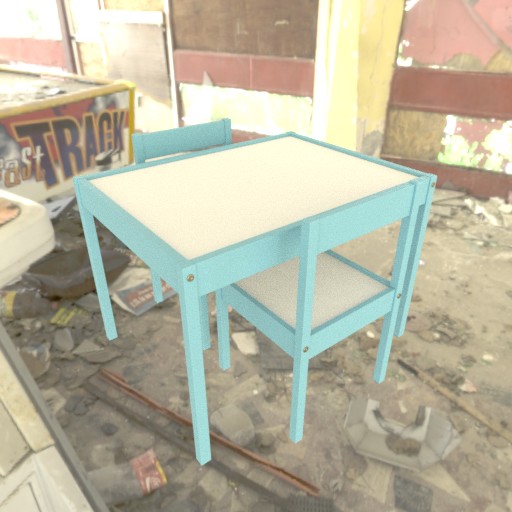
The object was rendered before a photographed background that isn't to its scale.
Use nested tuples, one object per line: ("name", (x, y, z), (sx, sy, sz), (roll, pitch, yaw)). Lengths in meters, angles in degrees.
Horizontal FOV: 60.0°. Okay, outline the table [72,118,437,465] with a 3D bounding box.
("table", (0.000, 0.000, 1.071), (0.639, 0.503, 0.633), (-21, 36, -32))
